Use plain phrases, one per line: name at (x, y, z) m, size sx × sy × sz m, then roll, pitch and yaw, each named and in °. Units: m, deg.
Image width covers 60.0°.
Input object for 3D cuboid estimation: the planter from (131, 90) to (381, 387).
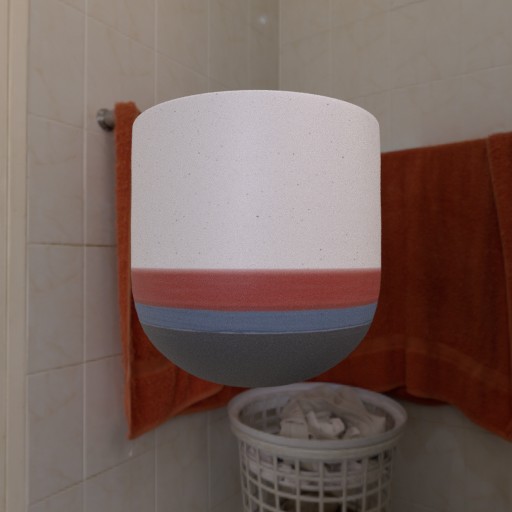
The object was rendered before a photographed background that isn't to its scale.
planter at (0.000, 0.000, 0.494) m, size 0.268 × 0.270 × 0.268 m, roll 0°, pitch -1°, yaw 0°
